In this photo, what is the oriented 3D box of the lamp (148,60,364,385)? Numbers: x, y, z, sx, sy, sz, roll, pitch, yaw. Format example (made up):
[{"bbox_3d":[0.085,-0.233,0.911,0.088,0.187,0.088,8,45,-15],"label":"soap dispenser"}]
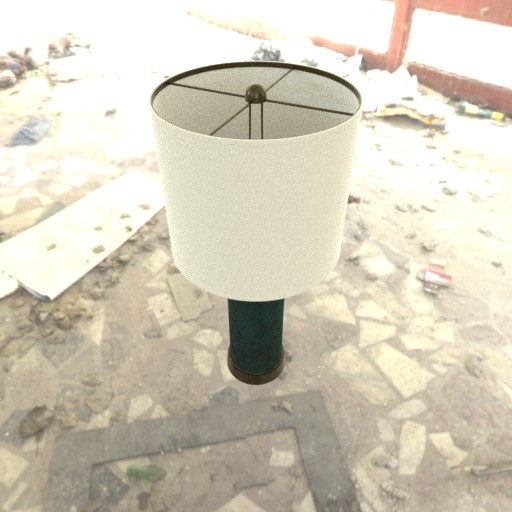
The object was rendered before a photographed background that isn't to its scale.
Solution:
[{"bbox_3d":[0.000,0.000,0.821,0.301,0.630,0.301,-13,42,-15],"label":"lamp"}]
